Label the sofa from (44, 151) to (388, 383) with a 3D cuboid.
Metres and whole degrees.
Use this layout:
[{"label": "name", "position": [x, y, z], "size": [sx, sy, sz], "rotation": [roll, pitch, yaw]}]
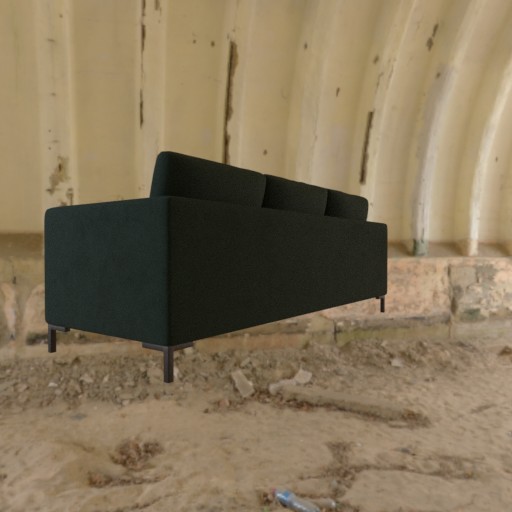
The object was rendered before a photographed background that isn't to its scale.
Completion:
[{"label": "sofa", "position": [0.000, 0.000, 2.693], "size": [0.859, 0.870, 2.218], "rotation": [1, 1, 36]}]
